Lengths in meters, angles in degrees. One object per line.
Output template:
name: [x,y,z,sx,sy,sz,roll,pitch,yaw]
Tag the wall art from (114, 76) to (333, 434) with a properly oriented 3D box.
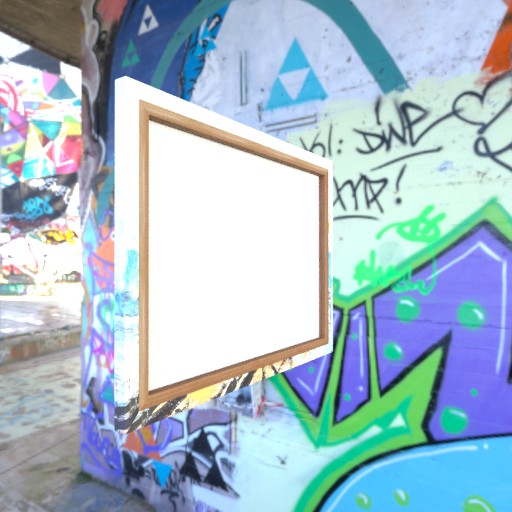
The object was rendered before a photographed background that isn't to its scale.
wall art: [0.000,0.000,1.364,0.038,0.762,1.016,0,0,35]
